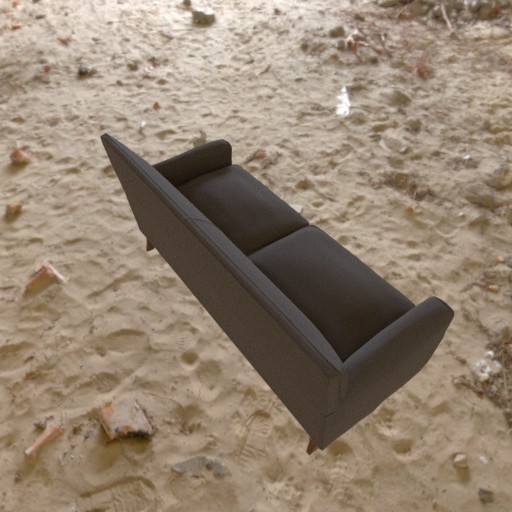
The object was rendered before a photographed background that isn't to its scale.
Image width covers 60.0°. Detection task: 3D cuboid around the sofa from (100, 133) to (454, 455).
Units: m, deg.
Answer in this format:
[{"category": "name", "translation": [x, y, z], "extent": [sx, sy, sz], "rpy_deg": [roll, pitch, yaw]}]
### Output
[{"category": "sofa", "translation": [0.000, 0.000, 2.493], "extent": [0.843, 0.907, 2.002], "rpy_deg": [-26, 49, -25]}]
